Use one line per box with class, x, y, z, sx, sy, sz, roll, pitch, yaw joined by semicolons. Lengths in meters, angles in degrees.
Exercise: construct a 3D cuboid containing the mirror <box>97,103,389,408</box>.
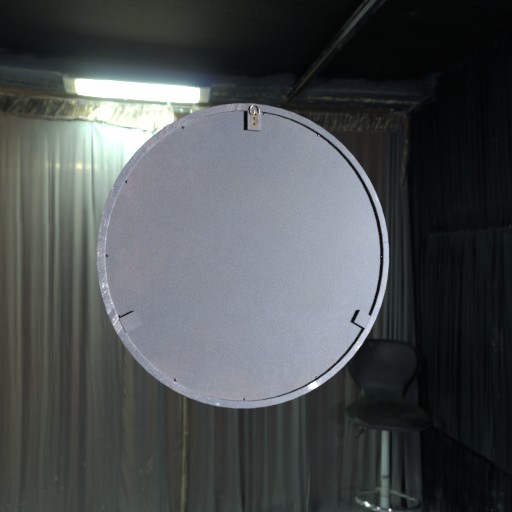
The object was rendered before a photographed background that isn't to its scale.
mirror;0.000;0.000;1.052;0.710;0.710;0.038;0;0;-18
